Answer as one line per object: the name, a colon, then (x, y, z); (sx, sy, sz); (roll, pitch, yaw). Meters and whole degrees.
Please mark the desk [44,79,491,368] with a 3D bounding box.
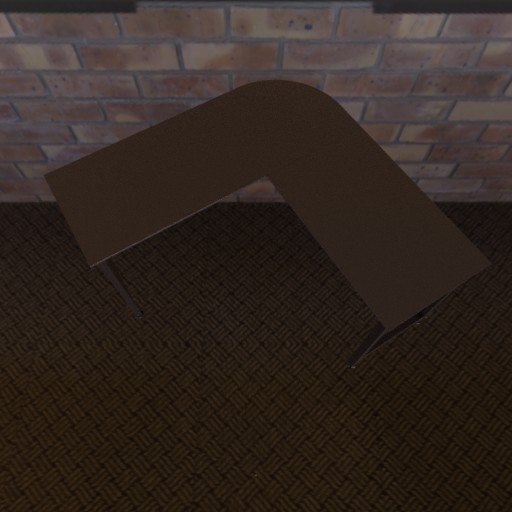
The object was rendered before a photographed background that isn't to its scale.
desk: (0.000, 0.000, 2.255); (1.400, 0.762, 1.400); (-29, 67, -14)
